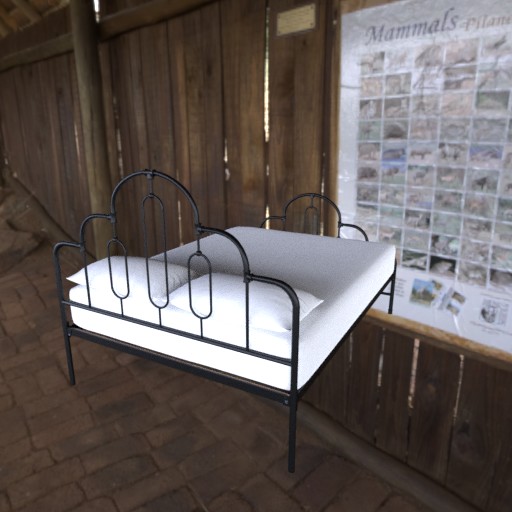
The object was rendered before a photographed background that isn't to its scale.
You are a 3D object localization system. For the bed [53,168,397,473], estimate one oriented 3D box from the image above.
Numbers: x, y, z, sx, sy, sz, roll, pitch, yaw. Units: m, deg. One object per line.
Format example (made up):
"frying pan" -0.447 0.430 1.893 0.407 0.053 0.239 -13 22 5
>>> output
"bed" 0.000 0.000 3.265 1.626 1.444 2.181 9 19 28
